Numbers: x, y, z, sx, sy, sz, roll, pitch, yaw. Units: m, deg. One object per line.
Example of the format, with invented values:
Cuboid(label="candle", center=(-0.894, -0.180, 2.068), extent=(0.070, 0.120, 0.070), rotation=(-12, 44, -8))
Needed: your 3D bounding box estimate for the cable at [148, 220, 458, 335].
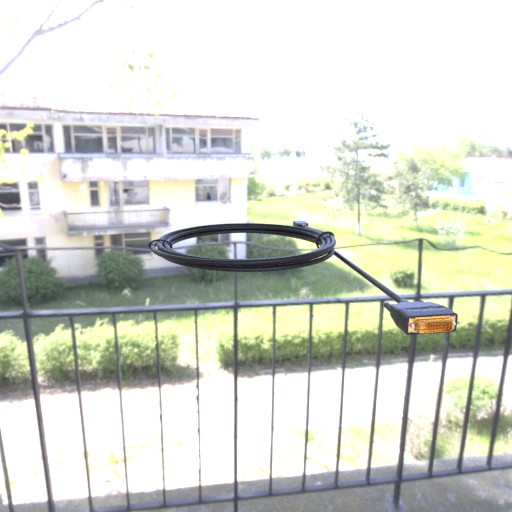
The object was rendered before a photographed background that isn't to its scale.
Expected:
Cuboid(label="cable", center=(0.000, 0.000, 0.523), extent=(0.257, 0.030, 0.422), rotation=(-2, 14, -9))
